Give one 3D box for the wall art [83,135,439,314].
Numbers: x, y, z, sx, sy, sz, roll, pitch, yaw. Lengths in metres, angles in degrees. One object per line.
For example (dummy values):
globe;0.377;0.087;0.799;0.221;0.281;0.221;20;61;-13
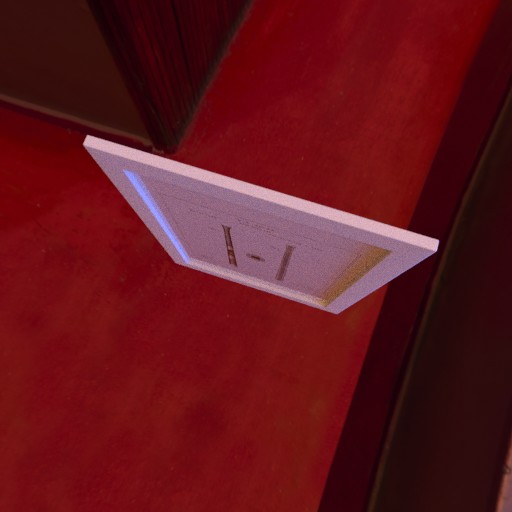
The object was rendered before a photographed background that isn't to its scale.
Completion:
wall art;0.000;0.000;0.627;0.329;0.482;0.011;17;77;4
